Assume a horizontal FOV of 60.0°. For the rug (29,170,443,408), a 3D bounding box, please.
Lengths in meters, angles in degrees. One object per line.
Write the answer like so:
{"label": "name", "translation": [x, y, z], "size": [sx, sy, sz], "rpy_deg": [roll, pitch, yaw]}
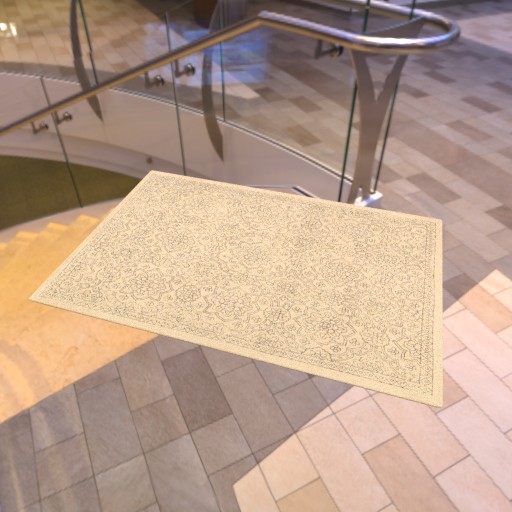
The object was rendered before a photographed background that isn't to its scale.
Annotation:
{"label": "rug", "translation": [0.000, 0.000, 2.280], "size": [1.829, 0.010, 1.219], "rpy_deg": [12, 43, 13]}
